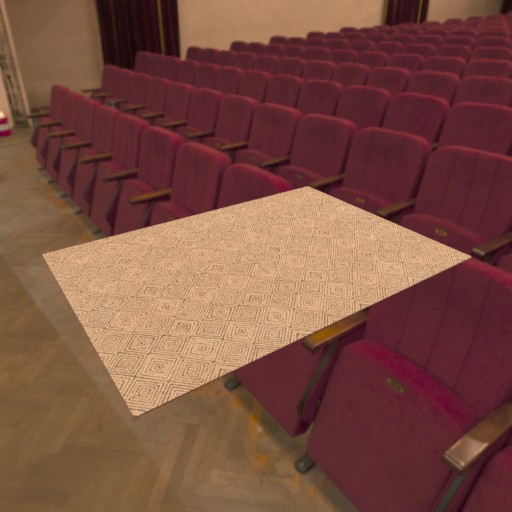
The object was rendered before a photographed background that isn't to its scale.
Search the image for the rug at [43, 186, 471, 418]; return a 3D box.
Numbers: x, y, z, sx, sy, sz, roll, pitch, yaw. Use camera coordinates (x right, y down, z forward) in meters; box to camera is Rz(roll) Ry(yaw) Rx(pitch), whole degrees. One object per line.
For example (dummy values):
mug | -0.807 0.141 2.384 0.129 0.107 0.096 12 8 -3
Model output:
rug | 0.000 0.000 2.833 2.238 0.008 1.593 -18 34 -30
